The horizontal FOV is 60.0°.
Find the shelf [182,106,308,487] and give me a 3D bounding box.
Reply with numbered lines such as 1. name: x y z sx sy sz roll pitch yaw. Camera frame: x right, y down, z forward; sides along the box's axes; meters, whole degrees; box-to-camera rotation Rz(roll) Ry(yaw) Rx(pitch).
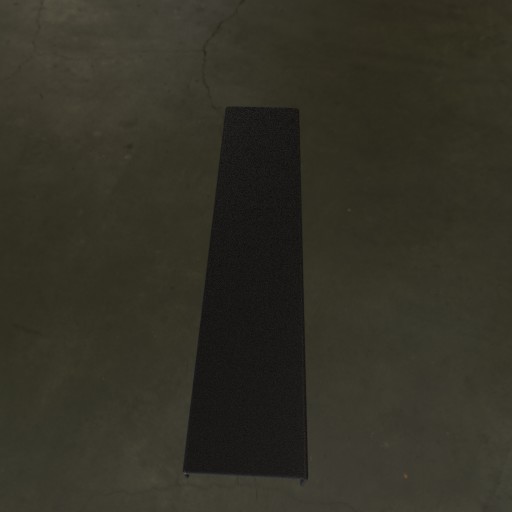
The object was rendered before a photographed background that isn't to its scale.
1. shelf: 0.000 0.000 0.499 0.102 0.053 0.456 2 56 1
